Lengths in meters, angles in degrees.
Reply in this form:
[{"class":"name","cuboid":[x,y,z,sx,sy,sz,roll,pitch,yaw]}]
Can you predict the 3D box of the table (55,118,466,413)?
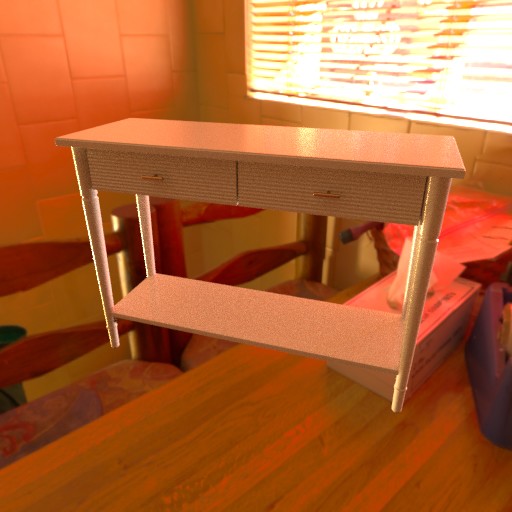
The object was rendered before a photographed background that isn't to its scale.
[{"class":"table","cuboid":[0.000,0.000,1.418,1.067,0.749,0.381,8,27,17]}]
